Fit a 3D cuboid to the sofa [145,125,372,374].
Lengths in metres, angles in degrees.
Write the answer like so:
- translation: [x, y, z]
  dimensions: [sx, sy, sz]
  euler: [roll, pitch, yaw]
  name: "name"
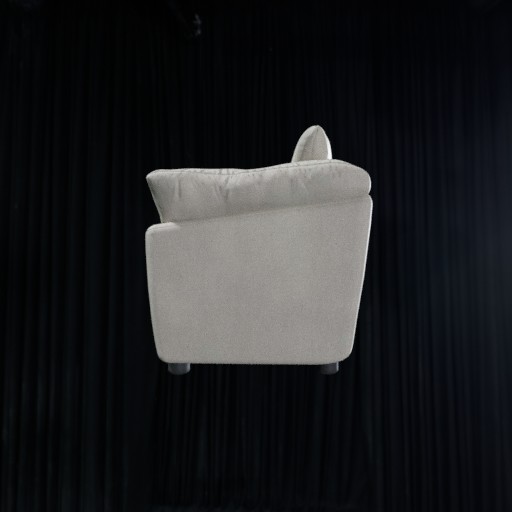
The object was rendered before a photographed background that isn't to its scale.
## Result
- translation: [0.000, 0.000, 2.782]
  dimensions: [0.878, 0.996, 2.334]
  euler: [0, -1, 0]
  name: "sofa"
